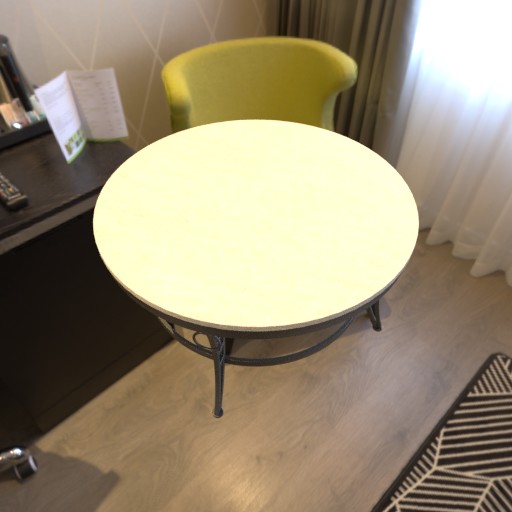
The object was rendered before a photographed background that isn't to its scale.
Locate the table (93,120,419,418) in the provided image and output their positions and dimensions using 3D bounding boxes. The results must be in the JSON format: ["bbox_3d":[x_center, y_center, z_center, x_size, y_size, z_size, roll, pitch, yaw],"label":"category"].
[{"bbox_3d":[0.000,0.000,1.416,0.889,0.470,0.889,0,45,0],"label":"table"}]
